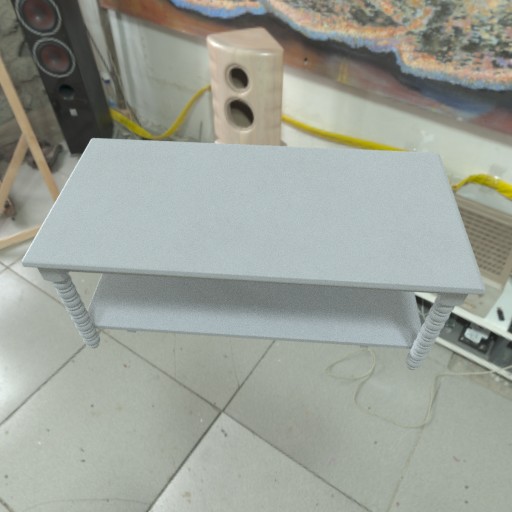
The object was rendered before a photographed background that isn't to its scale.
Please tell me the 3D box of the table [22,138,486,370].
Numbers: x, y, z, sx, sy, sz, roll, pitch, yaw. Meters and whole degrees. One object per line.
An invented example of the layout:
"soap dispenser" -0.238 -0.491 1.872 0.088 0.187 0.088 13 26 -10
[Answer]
"table" 0.000 0.000 1.475 1.171 0.487 0.580 3 48 3
